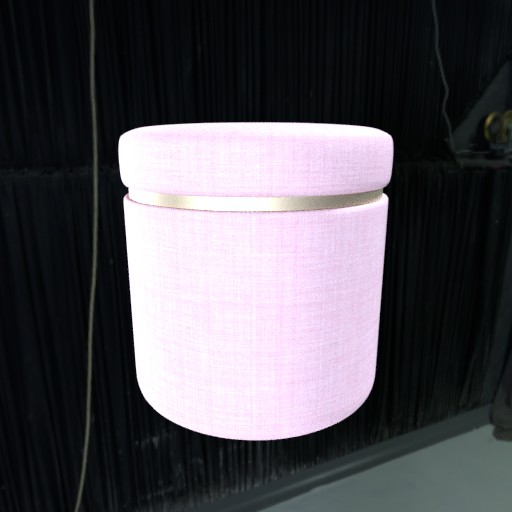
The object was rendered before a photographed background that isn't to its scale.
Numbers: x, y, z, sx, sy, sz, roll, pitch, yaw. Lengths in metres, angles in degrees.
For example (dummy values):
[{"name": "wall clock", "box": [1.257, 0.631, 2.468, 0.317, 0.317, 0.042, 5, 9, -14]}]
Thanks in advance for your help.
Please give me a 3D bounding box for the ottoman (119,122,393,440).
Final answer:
[{"name": "ottoman", "box": [0.000, 0.000, 0.715, 0.400, 0.406, 0.400, 0, 15, 0]}]
